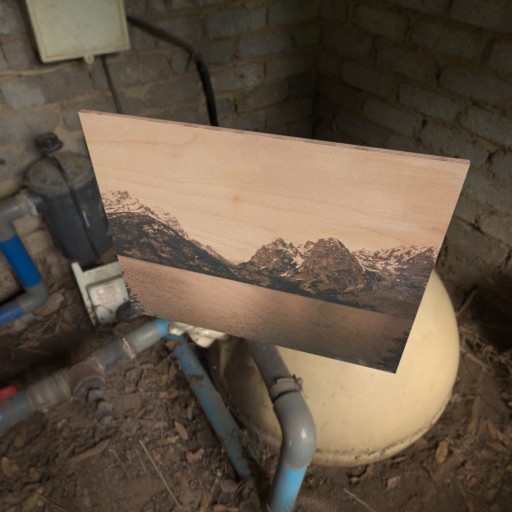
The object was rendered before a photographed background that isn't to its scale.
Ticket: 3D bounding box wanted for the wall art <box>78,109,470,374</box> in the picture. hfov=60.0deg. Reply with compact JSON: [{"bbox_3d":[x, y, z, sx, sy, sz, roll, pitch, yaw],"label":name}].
[{"bbox_3d":[0.000,0.000,0.693,0.508,0.408,0.010,11,42,12],"label":"wall art"}]
